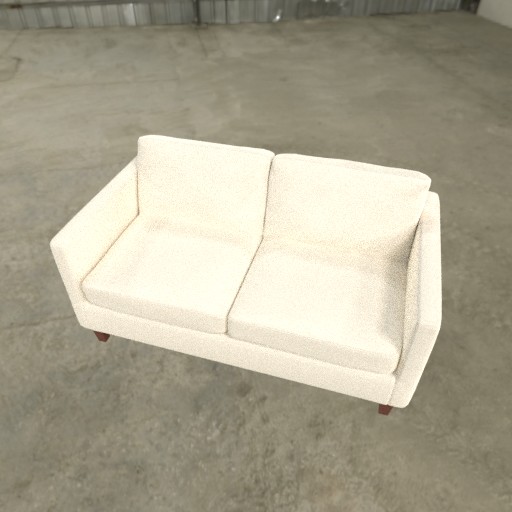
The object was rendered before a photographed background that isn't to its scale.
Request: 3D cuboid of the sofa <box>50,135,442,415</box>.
[{"bbox_3d":[0.000,0.000,2.275,1.702,0.888,0.964,11,42,13],"label":"sofa"}]
